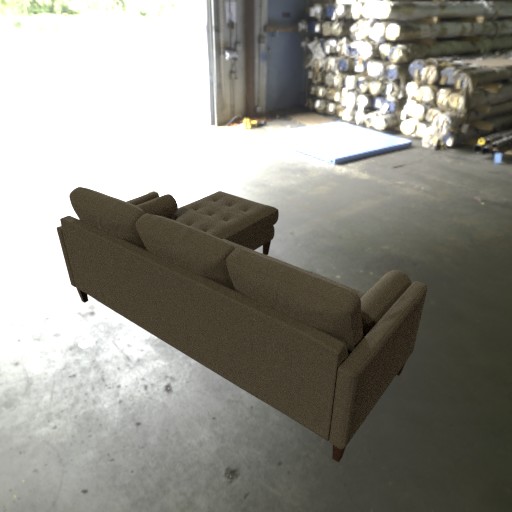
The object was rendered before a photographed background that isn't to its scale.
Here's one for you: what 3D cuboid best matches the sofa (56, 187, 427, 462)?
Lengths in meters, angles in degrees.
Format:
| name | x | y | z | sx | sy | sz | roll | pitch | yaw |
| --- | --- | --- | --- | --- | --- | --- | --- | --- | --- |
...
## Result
| name | x | y | z | sx | sy | sz | roll | pitch | yaw |
| --- | --- | --- | --- | --- | --- | --- | --- | --- | --- |
| sofa | 0.000 | 0.000 | 2.914 | 2.178 | 0.875 | 1.506 | 21 | 36 | 33 |
